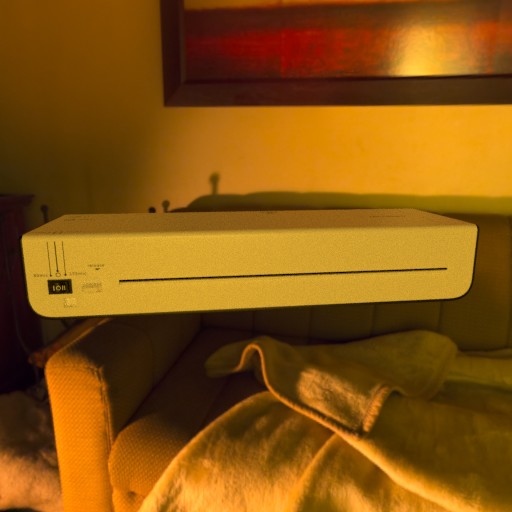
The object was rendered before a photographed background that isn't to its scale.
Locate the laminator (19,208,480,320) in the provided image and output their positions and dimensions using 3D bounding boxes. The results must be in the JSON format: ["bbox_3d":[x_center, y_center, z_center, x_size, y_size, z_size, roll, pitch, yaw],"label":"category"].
[{"bbox_3d":[0.000,0.000,0.378,0.340,0.062,0.123,-2,13,-8],"label":"laminator"}]
